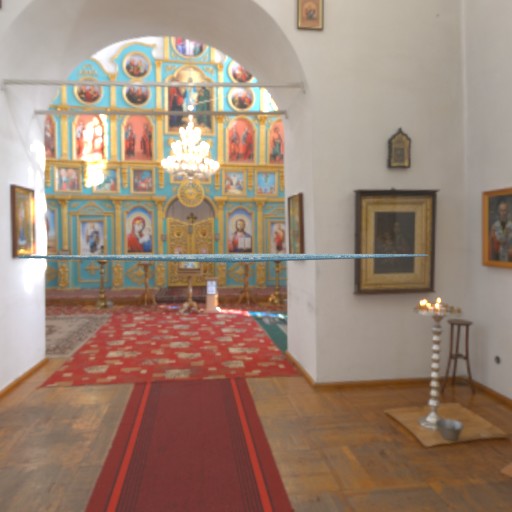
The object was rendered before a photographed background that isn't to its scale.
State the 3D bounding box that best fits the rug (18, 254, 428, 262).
[{"bbox_3d":[0.000,0.000,3.436,1.816,0.018,2.746,0,1,37],"label":"rug"}]
